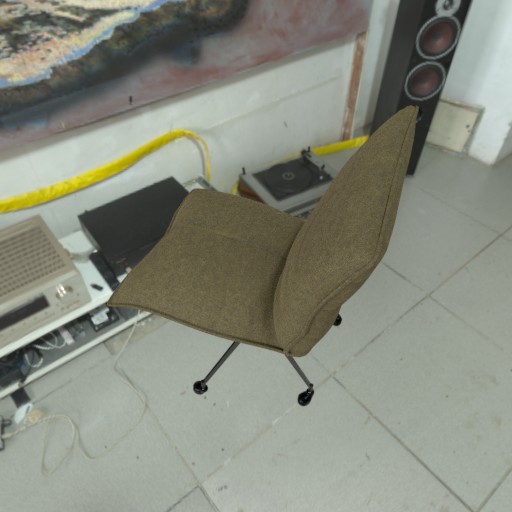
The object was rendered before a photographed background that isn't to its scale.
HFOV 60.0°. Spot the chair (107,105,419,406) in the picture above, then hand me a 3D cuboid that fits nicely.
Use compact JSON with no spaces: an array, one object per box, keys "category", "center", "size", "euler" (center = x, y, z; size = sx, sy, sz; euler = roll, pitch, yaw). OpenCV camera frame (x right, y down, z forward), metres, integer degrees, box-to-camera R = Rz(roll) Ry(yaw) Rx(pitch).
[{"category":"chair","center":[0.000,0.000,1.309],"size":[0.696,0.811,0.597],"euler":[16,48,15]}]
